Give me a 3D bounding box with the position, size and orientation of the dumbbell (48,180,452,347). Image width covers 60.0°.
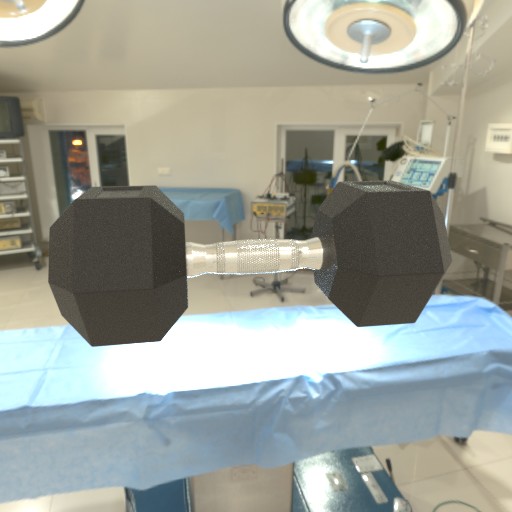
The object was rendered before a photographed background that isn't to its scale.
[{"bbox_3d":[0.000,0.000,0.406,0.337,0.123,0.142,-3,17,-9],"label":"dumbbell"}]
